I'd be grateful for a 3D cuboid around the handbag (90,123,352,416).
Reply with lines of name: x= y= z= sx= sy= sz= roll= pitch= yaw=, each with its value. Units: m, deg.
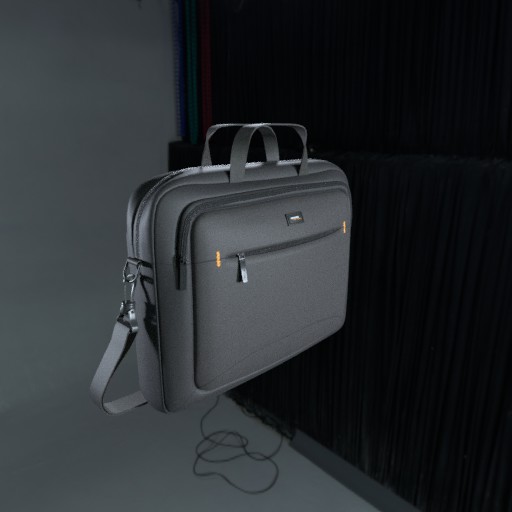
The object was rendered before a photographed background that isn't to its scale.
handbag: x=0.000 y=0.000 z=0.578 sx=0.429 sy=0.330 sz=0.126 roll=-15 pitch=22 yaw=-43
